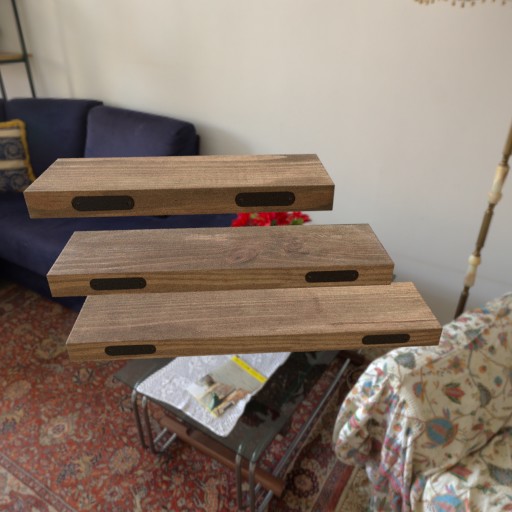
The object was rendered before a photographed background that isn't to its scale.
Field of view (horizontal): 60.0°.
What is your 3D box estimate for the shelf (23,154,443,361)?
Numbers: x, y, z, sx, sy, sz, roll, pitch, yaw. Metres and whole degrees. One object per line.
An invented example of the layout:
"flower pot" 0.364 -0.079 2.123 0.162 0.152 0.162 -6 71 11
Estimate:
"shelf" 0.000 0.000 0.720 0.610 0.293 0.140 -2 30 -3
